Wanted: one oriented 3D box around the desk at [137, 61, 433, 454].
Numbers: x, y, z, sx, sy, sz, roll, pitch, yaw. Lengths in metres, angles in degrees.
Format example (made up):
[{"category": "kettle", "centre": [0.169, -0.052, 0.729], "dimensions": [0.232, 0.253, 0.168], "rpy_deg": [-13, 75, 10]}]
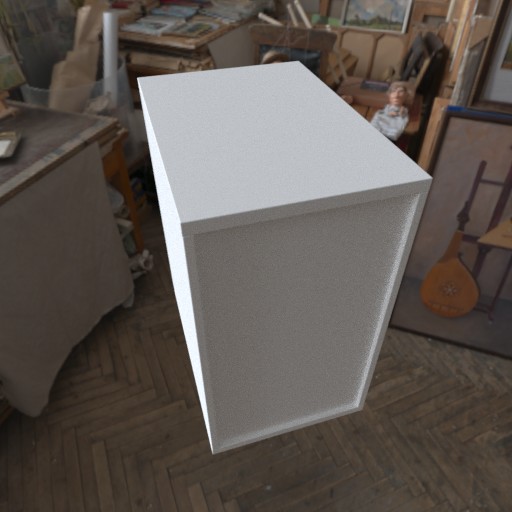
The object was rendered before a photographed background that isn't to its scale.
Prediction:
[{"category": "desk", "centre": [0.000, 0.000, 1.115], "dimensions": [0.404, 0.730, 0.600], "rpy_deg": [-11, 43, -13]}]
